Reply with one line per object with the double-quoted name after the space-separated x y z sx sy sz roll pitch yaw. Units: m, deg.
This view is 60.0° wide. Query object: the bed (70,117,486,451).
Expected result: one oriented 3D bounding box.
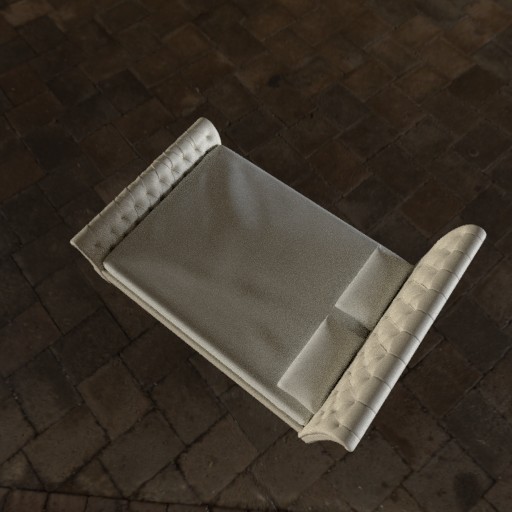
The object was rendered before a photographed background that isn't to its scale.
0.000 0.000 3.418 2.493 1.268 1.606 35 70 15 "bed"
